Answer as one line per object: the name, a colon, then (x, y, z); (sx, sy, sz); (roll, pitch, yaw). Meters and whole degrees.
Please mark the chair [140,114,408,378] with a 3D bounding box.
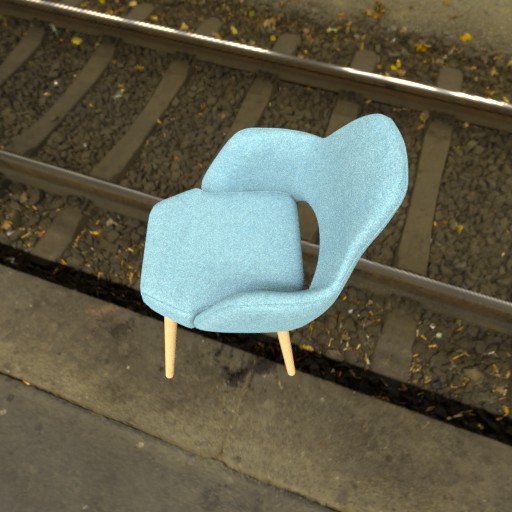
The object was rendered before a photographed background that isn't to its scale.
chair: (0.000, 0.000, 1.351); (0.666, 0.920, 0.589); (-1, 59, -1)
